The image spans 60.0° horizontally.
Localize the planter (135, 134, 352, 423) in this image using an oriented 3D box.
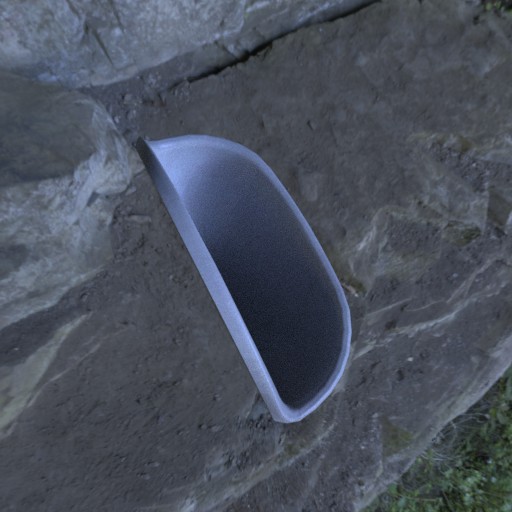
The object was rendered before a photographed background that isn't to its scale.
[{"bbox_3d":[0.000,0.000,0.272,0.073,0.164,0.190,-27,75,-8],"label":"planter"}]
